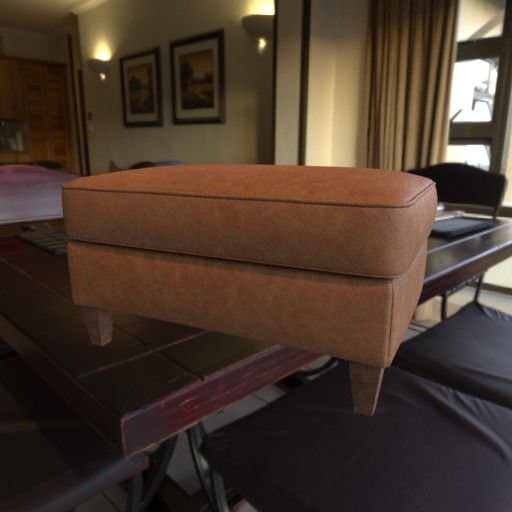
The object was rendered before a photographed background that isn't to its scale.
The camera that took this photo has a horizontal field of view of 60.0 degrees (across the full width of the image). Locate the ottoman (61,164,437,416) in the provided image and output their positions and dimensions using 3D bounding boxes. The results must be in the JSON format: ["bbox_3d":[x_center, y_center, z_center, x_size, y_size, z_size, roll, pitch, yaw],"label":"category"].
[{"bbox_3d":[0.000,0.000,1.202,0.864,0.483,0.584,7,16,25],"label":"ottoman"}]
